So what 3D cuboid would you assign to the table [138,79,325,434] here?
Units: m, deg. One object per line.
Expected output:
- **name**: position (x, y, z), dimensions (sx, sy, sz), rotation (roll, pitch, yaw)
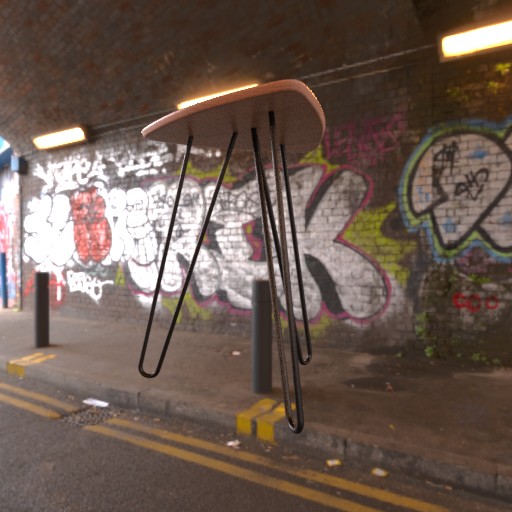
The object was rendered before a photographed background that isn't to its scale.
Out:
- **table**: position (0.000, 0.000, 0.898), dimensions (0.442, 0.564, 0.455), rotation (0, 0, -18)
